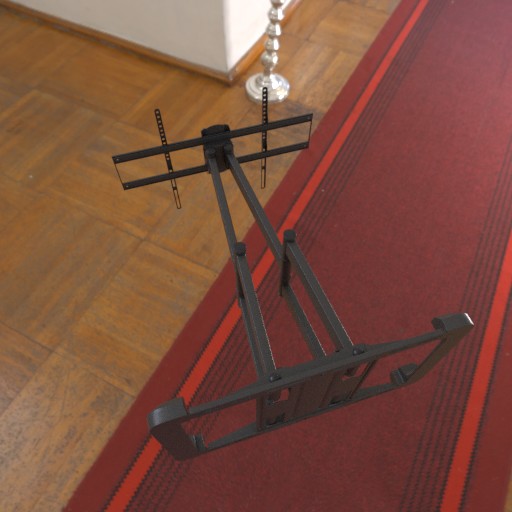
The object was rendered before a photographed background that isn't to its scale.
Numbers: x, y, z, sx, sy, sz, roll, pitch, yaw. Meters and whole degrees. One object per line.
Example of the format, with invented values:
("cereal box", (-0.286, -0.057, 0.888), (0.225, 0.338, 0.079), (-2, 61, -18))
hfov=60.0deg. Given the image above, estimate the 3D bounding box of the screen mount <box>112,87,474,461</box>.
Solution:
("screen mount", (0.000, 0.000, 1.328), (0.725, 0.483, 0.905), (-15, 58, -9))
